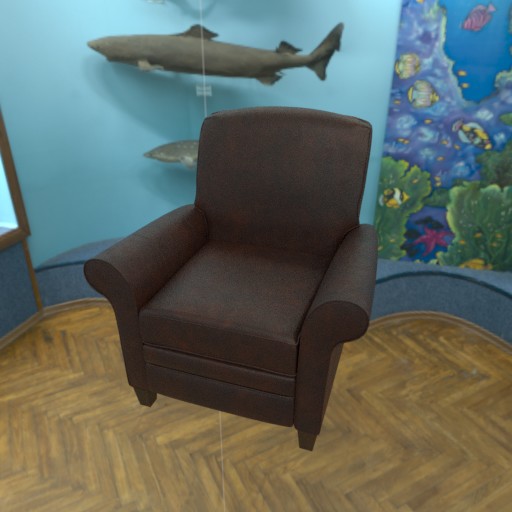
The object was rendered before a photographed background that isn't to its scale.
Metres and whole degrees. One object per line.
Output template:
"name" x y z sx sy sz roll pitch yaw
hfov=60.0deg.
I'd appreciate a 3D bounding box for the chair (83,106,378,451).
"chair" 0.000 0.000 1.799 0.978 1.061 0.902 8 27 17
